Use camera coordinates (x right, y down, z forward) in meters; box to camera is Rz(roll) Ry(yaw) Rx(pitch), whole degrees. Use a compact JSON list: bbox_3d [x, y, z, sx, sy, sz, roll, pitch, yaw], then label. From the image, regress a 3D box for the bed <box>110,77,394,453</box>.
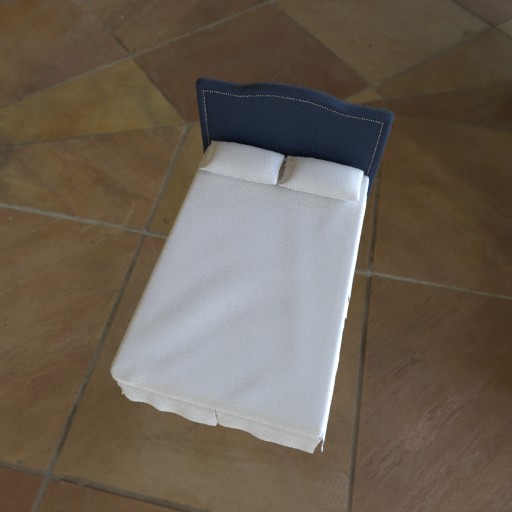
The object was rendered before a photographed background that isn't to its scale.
[{"bbox_3d":[0.000,0.000,3.621,1.741,1.441,2.507,13,60,8],"label":"bed"}]
